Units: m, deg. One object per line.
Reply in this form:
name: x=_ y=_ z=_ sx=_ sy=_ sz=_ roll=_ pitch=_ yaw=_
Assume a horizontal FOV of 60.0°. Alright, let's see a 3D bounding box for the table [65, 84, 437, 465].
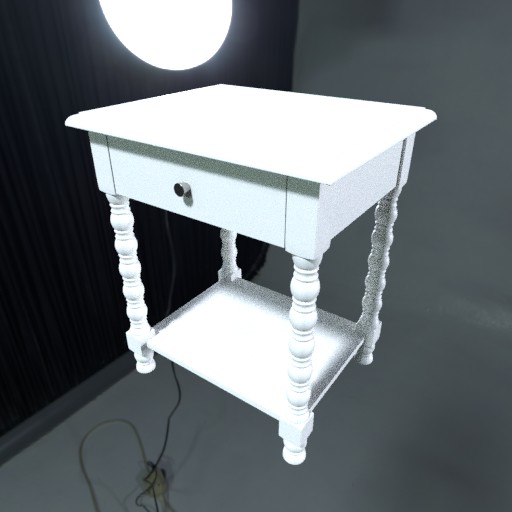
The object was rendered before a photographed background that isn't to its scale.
table: x=0.000 y=0.000 z=0.831 sx=0.460 sy=0.531 sz=0.381 roll=19 pitch=35 yaw=30
